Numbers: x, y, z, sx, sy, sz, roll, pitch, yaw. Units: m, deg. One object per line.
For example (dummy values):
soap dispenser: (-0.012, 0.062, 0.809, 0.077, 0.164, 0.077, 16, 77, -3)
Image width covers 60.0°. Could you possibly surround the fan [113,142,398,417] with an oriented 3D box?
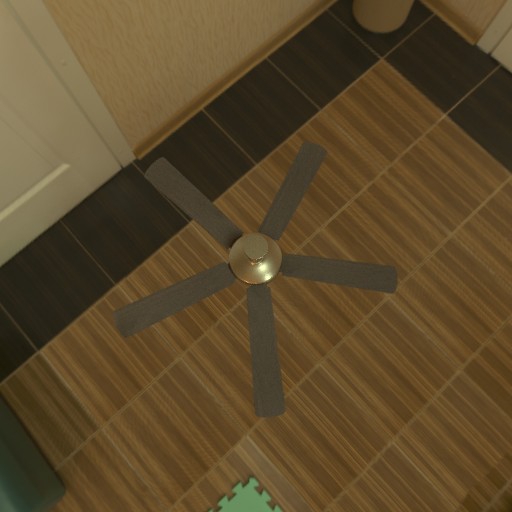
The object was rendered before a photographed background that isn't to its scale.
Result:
fan: (0.000, 0.000, 2.011, 1.321, 0.356, 1.321, 18, 78, 4)
